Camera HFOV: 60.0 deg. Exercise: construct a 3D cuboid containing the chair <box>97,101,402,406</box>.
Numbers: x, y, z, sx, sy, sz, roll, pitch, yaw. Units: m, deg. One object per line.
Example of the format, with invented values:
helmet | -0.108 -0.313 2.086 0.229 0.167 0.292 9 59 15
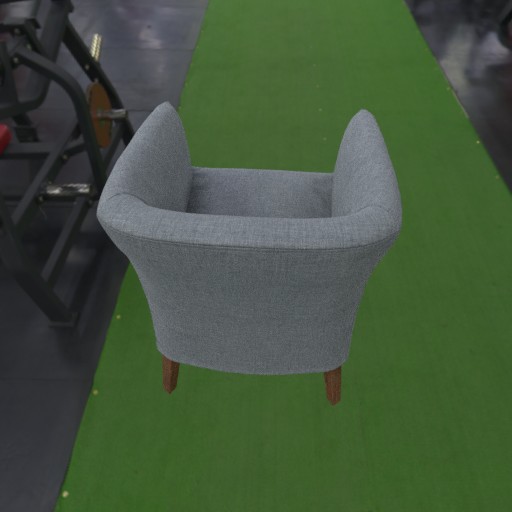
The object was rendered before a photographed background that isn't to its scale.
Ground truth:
chair | 0.000 0.000 1.212 0.600 0.771 0.668 3 47 3
